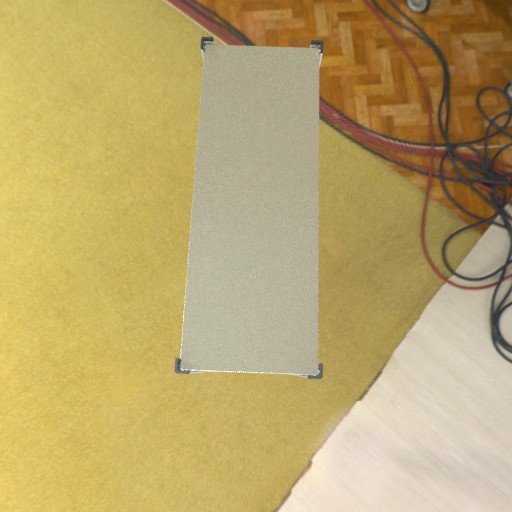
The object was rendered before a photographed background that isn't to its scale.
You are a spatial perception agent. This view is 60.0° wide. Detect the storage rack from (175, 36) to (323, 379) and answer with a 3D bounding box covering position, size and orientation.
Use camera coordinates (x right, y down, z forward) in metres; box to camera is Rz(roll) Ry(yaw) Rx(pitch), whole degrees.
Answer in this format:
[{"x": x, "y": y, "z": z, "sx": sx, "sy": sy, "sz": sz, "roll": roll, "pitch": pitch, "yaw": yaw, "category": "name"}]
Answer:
[{"x": 0.000, "y": 0.000, "z": 2.393, "sx": 0.457, "sy": 1.829, "sz": 1.219, "roll": 2, "pitch": 76, "yaw": 1, "category": "storage rack"}]
